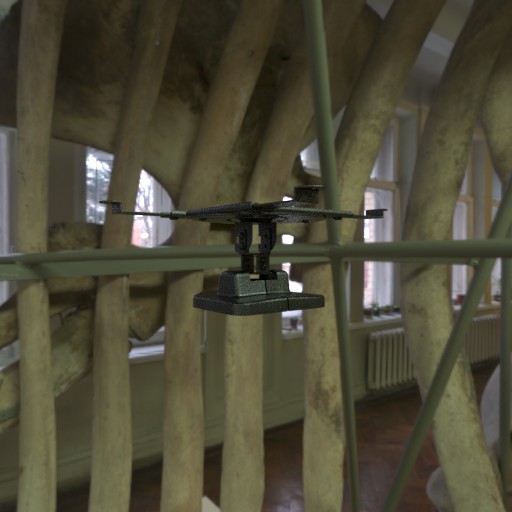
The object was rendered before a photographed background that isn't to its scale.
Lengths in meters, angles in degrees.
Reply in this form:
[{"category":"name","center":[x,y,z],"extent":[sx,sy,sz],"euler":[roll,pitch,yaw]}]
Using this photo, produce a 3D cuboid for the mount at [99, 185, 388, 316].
[{"category":"mount","center":[0.000,0.000,0.627],"extent":[0.394,0.141,0.394],"euler":[-1,1,-37]}]
